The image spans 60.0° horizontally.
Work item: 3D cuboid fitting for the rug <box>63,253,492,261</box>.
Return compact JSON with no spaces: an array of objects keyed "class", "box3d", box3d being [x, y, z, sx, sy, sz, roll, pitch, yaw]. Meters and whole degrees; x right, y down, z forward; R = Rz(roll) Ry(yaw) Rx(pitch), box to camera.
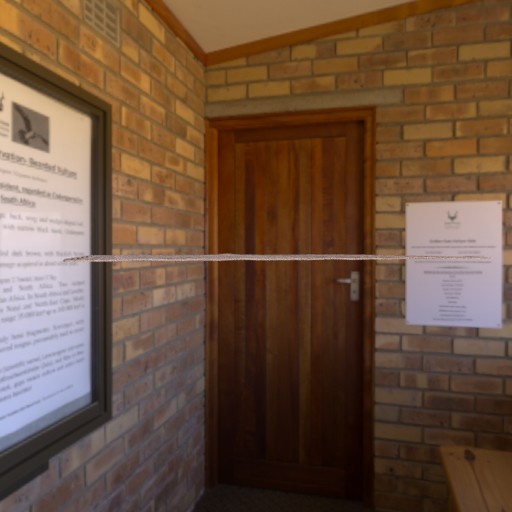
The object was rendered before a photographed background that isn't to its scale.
[{"class":"rug","box3d":[0.000,0.000,3.292,2.455,0.025,1.964,0,1,-17]}]
